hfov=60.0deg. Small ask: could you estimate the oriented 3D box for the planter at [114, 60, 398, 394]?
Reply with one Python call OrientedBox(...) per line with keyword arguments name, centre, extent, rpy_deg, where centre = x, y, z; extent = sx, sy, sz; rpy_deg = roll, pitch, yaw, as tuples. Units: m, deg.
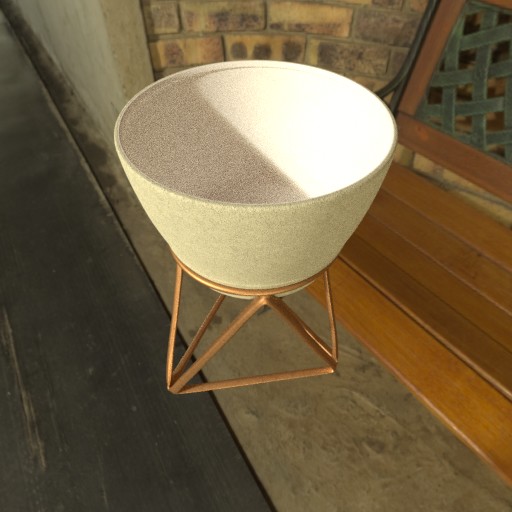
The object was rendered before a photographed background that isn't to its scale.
OrientedBox(name="planter", centre=(0.000, 0.000, 0.739), extent=(0.350, 0.504, 0.350), rpy_deg=(17, 49, 15))
